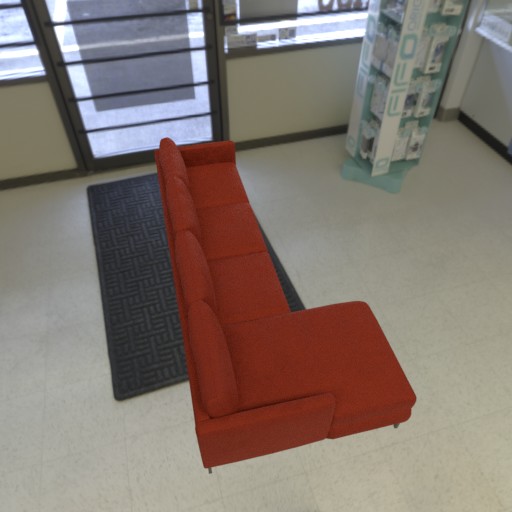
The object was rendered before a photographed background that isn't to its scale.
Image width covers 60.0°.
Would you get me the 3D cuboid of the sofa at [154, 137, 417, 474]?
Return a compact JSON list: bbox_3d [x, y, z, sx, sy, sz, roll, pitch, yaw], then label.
[{"bbox_3d":[0.000,0.000,3.009,1.136,0.663,2.467,-10,46,-10],"label":"sofa"}]
